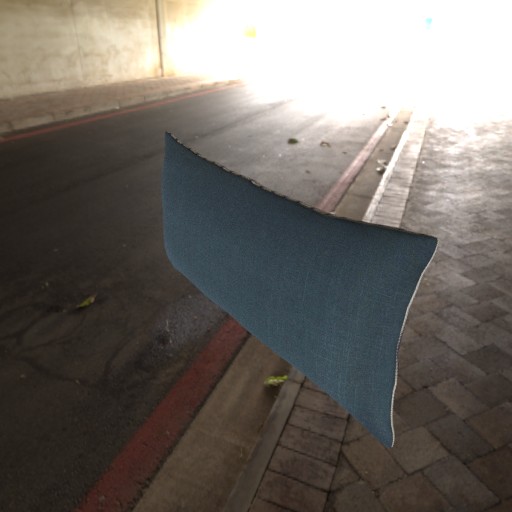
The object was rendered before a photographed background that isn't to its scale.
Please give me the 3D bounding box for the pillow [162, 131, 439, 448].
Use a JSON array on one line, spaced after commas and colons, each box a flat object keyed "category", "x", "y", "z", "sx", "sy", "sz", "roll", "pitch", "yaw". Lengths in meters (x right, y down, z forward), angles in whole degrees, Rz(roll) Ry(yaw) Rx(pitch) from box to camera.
[{"category": "pillow", "x": 0.000, "y": 0.000, "z": 0.721, "sx": 0.151, "sy": 0.305, "sz": 0.609, "roll": -18, "pitch": 32, "yaw": -32}]
